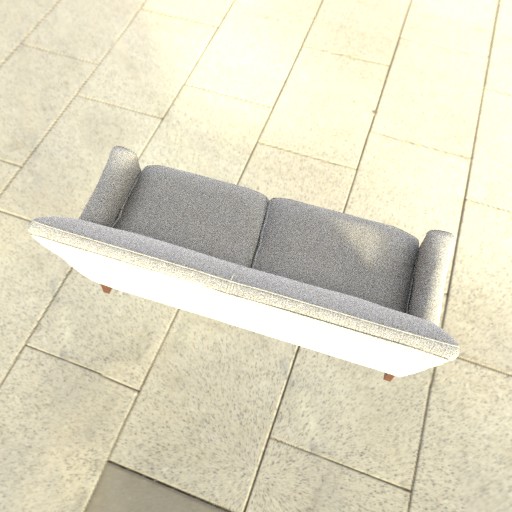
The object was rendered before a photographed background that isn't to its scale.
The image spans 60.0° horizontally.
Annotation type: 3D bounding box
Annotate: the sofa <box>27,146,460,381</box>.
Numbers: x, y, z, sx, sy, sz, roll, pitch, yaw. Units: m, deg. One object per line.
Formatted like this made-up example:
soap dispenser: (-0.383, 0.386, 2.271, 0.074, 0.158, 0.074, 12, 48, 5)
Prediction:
sofa: (0.000, 0.000, 2.502, 2.026, 0.942, 0.854, 16, 65, 8)
